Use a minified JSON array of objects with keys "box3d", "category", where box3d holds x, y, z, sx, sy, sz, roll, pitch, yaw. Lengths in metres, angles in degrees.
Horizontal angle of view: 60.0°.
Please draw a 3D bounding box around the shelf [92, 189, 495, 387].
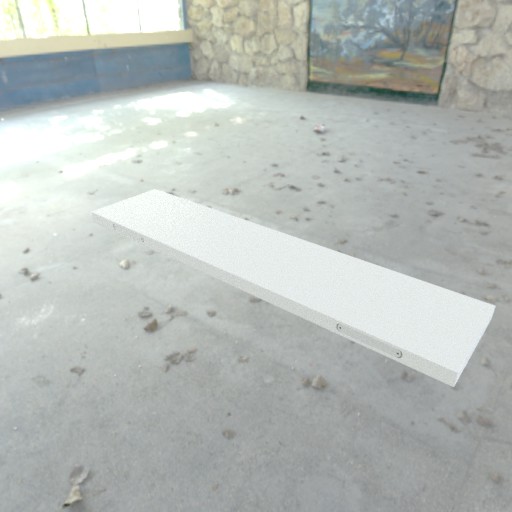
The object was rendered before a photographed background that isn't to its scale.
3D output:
[{"box3d":[0.000,0.000,0.644,0.610,0.020,0.140,22,36,33],"category":"shelf"}]
